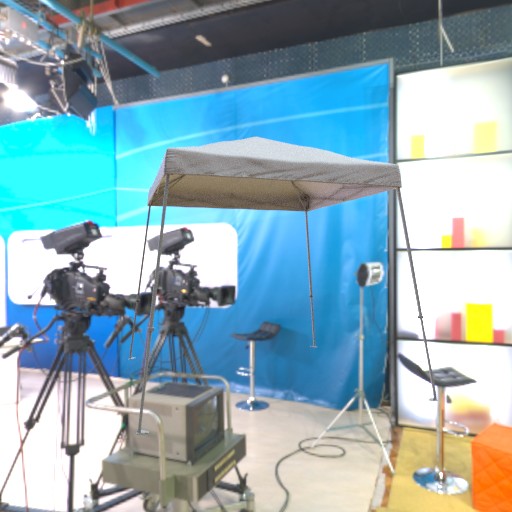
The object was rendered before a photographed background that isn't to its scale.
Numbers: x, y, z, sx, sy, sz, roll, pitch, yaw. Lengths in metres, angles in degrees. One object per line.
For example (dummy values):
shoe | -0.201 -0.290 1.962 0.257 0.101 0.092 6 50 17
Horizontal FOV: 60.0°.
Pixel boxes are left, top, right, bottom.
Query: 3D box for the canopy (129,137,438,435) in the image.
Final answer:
canopy | 0.000 0.000 5.290 2.849 2.850 2.850 0 0 -17
